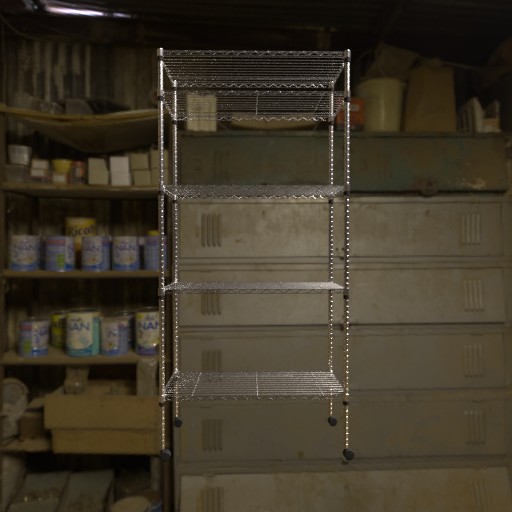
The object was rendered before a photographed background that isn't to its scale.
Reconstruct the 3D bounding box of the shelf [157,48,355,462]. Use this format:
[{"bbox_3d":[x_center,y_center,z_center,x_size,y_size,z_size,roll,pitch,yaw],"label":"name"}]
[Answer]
[{"bbox_3d":[0.000,0.000,1.880,0.762,1.587,0.356,0,1,-1],"label":"shelf"}]
